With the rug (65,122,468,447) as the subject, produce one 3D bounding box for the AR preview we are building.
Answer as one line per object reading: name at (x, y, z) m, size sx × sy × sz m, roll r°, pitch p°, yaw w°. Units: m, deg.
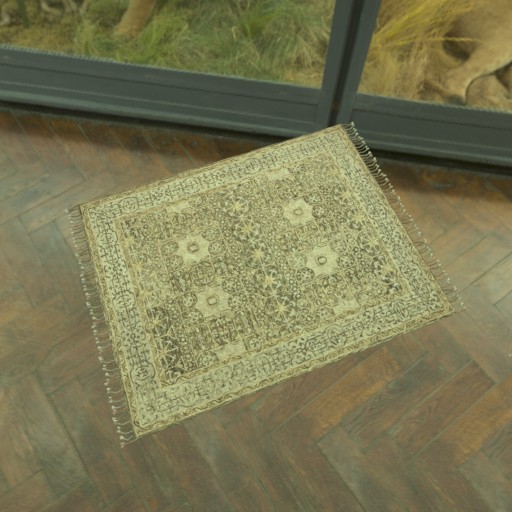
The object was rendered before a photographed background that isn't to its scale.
rug at (0.000, 0.000, 4.319) m, size 3.291 × 0.017 × 2.431 m, roll -19°, pitch 66°, yaw -9°
